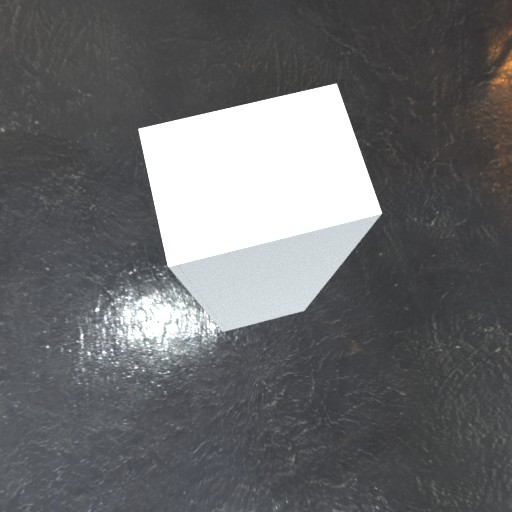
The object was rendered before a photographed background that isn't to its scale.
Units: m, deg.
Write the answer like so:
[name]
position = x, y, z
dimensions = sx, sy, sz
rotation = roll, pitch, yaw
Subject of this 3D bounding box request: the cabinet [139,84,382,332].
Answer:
[cabinet]
position = 0.000, 0.000, 1.489
dimensions = 0.400, 1.350, 0.300
rotation = -14, 76, -4
